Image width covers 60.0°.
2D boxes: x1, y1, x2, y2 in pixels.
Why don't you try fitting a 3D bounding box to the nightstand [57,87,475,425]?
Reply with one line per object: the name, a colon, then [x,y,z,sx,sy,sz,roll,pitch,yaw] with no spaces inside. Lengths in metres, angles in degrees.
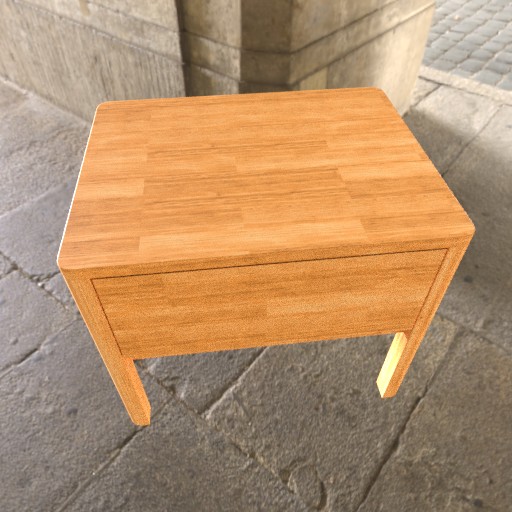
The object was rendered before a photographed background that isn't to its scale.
nightstand: [0.000,0.000,0.896,0.560,0.470,0.440,-5,47,-5]
